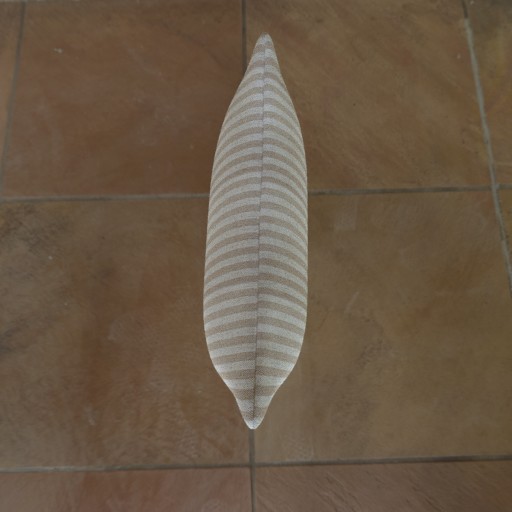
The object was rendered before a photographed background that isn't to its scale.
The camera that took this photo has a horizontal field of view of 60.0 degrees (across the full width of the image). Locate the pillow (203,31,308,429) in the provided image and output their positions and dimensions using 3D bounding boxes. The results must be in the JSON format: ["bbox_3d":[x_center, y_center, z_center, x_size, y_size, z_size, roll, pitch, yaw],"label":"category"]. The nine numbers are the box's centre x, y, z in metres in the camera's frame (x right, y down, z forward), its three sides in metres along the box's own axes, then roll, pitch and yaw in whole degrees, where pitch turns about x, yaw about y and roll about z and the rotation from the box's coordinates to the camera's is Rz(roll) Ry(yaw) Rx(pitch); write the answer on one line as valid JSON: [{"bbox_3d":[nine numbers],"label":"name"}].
[{"bbox_3d":[0.000,0.000,0.788,0.166,0.510,0.523,2,75,0],"label":"pillow"}]
